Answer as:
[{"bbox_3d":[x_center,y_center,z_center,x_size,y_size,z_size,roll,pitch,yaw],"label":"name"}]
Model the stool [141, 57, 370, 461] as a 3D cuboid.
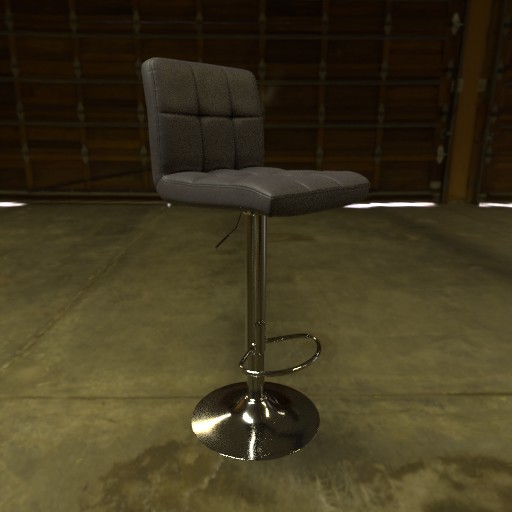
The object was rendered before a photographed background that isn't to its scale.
[{"bbox_3d":[0.000,0.000,1.330,0.505,1.115,0.430,14,21,42],"label":"stool"}]
